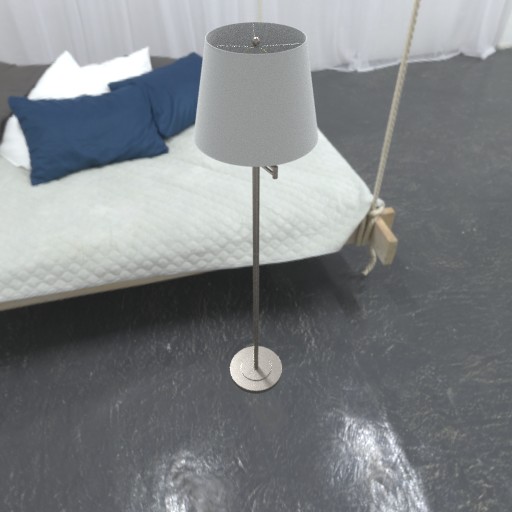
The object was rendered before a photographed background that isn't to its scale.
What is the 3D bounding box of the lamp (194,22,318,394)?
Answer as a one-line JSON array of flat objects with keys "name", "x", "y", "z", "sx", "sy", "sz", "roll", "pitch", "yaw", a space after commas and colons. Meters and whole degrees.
[{"name": "lamp", "x": 0.000, "y": 0.000, "z": 1.593, "sx": 0.355, "sy": 1.473, "sz": 0.355, "roll": 0, "pitch": 43, "yaw": 0}]
